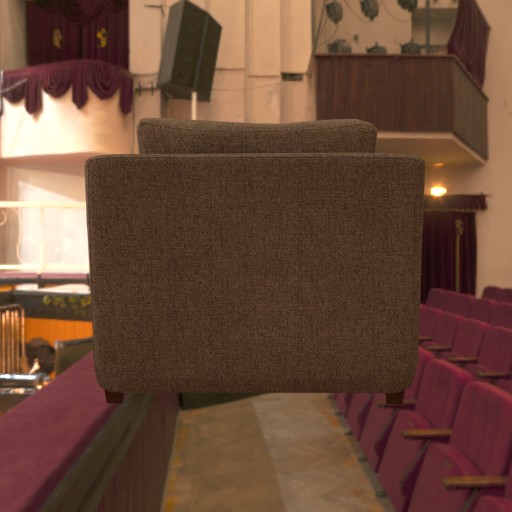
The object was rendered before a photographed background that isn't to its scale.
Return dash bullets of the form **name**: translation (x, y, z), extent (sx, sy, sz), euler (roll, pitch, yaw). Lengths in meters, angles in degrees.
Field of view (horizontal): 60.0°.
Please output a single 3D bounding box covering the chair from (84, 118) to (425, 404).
- **chair**: translation (0.000, 0.000, 1.947), extent (1.138, 1.037, 1.009), euler (0, 0, 0)
